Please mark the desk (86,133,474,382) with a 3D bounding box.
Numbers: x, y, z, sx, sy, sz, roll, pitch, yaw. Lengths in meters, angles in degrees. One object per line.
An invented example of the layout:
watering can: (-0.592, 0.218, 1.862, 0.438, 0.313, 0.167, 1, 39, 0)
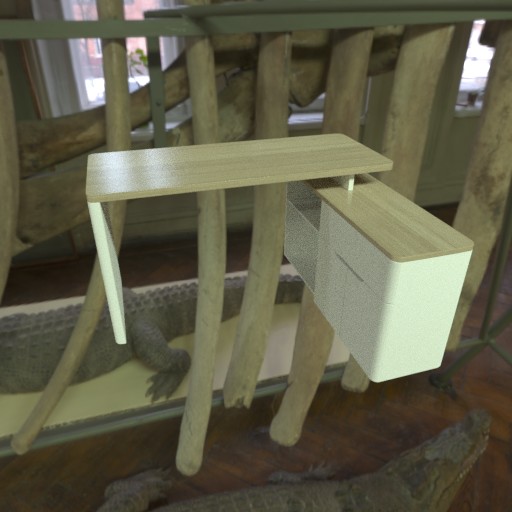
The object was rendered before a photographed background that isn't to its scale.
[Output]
desk: (0.000, 0.000, 2.106, 1.400, 0.770, 1.175, -9, 31, -15)
